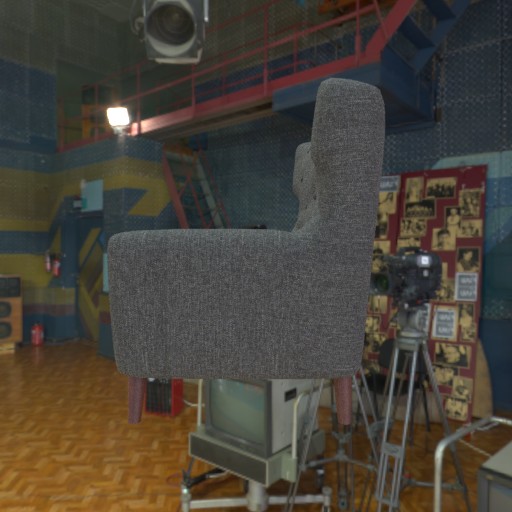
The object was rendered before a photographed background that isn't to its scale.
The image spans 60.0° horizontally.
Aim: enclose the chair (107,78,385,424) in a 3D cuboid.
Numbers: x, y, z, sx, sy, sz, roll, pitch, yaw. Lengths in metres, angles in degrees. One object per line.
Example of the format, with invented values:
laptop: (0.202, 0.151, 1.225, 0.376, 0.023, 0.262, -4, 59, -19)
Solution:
chair: (0.000, 0.000, 1.721, 0.904, 1.063, 0.878, 0, 1, 0)
